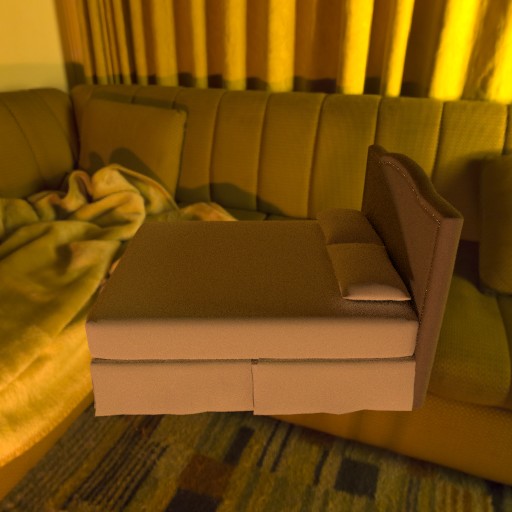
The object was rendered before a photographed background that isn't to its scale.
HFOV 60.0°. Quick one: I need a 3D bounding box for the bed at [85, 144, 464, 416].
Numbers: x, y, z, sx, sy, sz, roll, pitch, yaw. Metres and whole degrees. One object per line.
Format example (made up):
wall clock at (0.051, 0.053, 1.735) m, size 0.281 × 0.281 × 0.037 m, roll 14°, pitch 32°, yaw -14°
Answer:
bed at (0.000, 0.000, 3.269) m, size 2.128 × 1.441 × 1.744 m, roll 0°, pitch 26°, yaw 0°
